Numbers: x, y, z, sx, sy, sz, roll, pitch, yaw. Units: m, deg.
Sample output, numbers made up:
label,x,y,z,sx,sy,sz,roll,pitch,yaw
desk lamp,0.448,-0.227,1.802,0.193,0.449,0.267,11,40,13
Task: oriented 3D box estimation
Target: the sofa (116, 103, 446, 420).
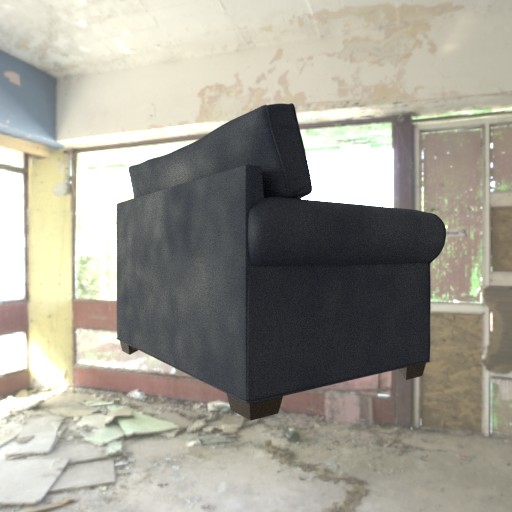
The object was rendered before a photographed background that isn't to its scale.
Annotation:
label,x,y,z,sx,sy,sz,roll,pitch,yaw
sofa,0.000,0.000,2.096,0.938,1.004,1.405,0,0,-35
